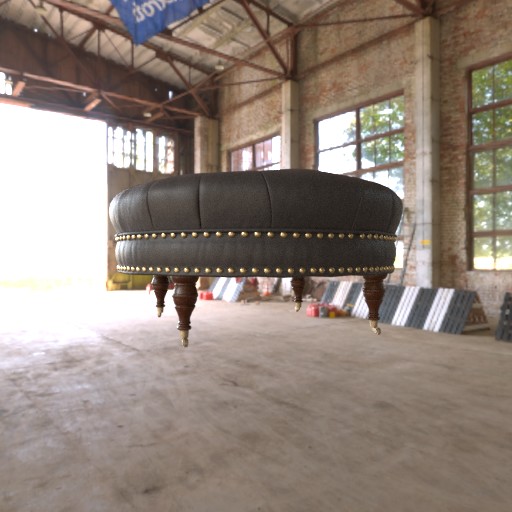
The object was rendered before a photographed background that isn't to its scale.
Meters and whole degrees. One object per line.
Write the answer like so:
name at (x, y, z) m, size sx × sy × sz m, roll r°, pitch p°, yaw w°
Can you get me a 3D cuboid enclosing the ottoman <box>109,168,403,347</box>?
ottoman at (0.000, 0.000, 1.417) m, size 0.901 × 0.439 × 0.901 m, roll 0°, pitch 0°, yaw 0°
